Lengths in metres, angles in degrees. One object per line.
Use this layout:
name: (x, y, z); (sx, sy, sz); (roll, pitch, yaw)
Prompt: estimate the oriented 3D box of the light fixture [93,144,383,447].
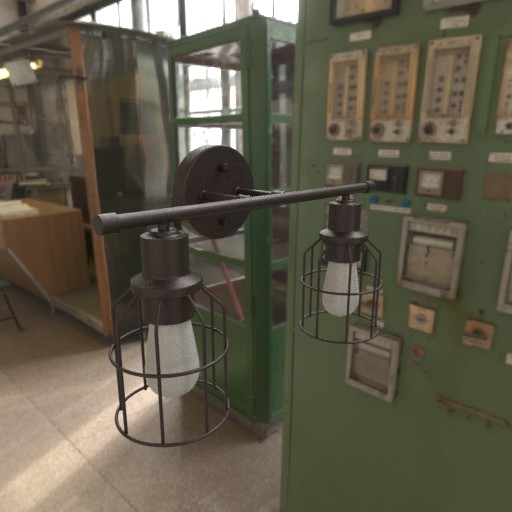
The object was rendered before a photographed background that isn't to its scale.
light fixture: (0.000, 0.000, 0.524); (0.165, 0.254, 0.406); (14, 21, 43)
